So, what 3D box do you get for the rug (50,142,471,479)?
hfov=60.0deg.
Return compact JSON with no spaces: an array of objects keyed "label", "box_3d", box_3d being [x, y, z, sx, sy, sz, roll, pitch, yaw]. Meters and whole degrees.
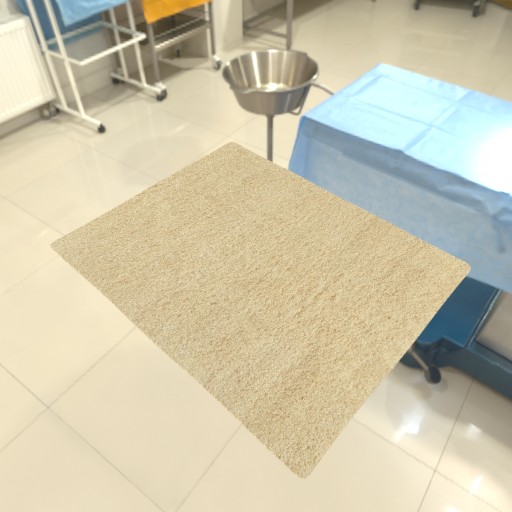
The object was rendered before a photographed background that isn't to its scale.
[{"label":"rug","box_3d":[0.000,0.000,4.004,3.001,0.025,2.401,34,55,28]}]
